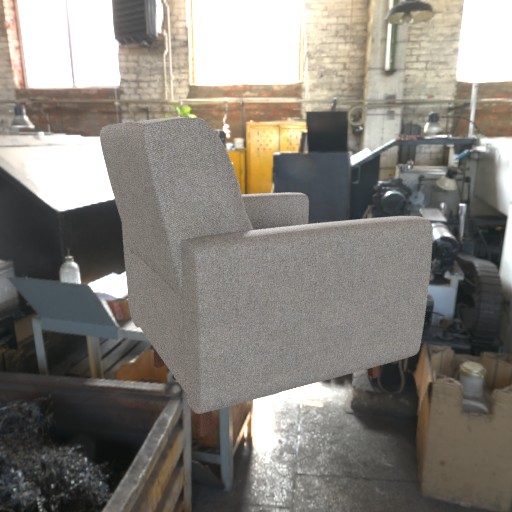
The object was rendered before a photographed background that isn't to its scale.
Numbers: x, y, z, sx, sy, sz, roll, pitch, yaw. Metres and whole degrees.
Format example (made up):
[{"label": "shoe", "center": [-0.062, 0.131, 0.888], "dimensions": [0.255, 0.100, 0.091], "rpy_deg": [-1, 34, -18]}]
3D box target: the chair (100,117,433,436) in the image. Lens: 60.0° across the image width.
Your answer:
[{"label": "chair", "center": [0.000, 0.000, 1.641], "dimensions": [0.942, 0.968, 0.845], "rpy_deg": [-8, 17, -28]}]
